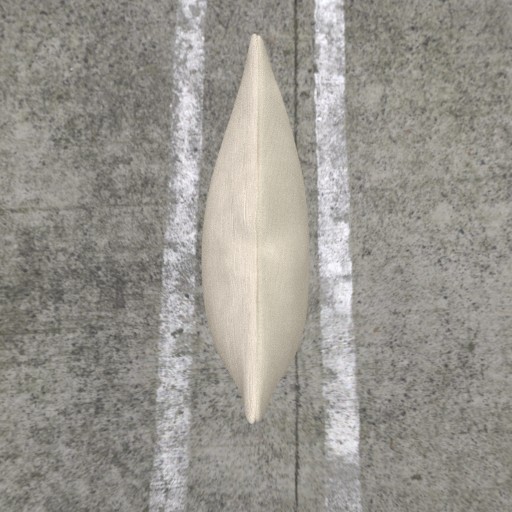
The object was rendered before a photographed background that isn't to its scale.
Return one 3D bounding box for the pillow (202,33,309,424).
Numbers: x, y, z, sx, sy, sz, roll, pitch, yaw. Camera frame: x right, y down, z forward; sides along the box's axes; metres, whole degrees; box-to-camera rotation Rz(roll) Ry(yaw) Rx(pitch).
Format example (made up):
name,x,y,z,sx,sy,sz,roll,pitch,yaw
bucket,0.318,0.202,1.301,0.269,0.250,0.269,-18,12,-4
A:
name,x,y,z,sx,sy,sz,roll,pitch,yaw
pillow,0.000,0.000,0.664,0.162,0.420,0.437,0,74,0
